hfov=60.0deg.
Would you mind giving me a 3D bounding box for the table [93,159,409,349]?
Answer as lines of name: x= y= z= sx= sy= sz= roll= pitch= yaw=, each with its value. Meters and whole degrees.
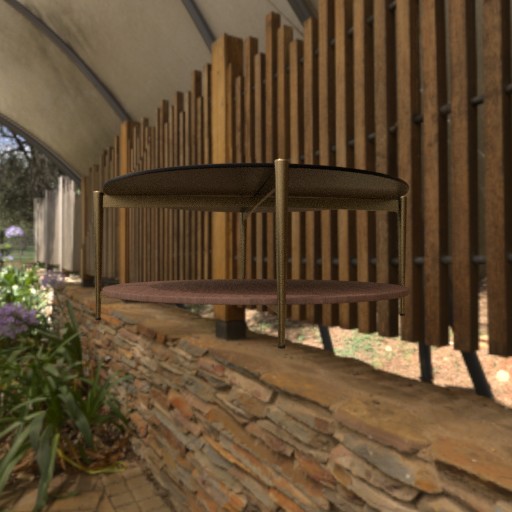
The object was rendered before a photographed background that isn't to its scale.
table: x=0.000 y=0.000 z=1.436 sx=0.938 sy=0.400 sz=0.938 roll=0 pitch=-1 yaw=-36
